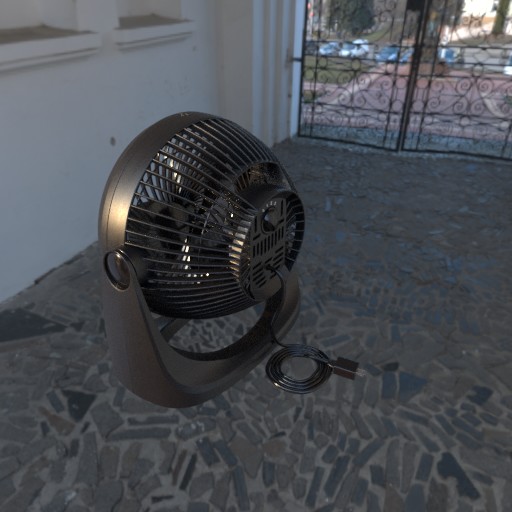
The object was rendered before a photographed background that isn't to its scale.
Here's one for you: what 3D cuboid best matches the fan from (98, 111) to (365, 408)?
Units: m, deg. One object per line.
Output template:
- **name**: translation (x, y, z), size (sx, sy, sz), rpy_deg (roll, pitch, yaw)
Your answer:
- **fan**: translation (0.000, 0.000, 0.483), size (0.256, 0.277, 0.273), rpy_deg (21, 36, 31)
